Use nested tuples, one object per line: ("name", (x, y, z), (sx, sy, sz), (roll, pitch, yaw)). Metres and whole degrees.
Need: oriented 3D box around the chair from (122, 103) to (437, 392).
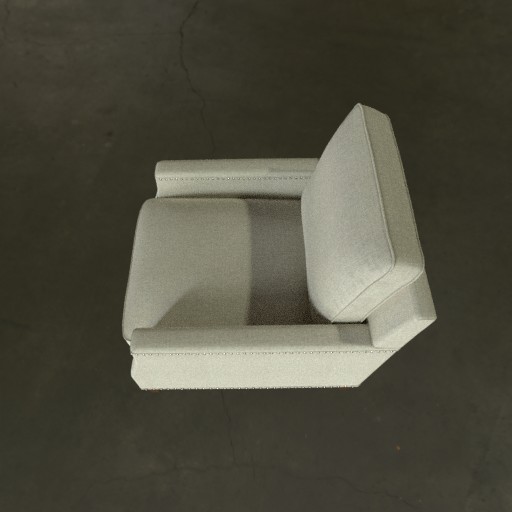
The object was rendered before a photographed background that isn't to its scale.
("chair", (0.000, 0.000, 1.740), (1.014, 0.943, 0.853), (-1, 58, 0))
